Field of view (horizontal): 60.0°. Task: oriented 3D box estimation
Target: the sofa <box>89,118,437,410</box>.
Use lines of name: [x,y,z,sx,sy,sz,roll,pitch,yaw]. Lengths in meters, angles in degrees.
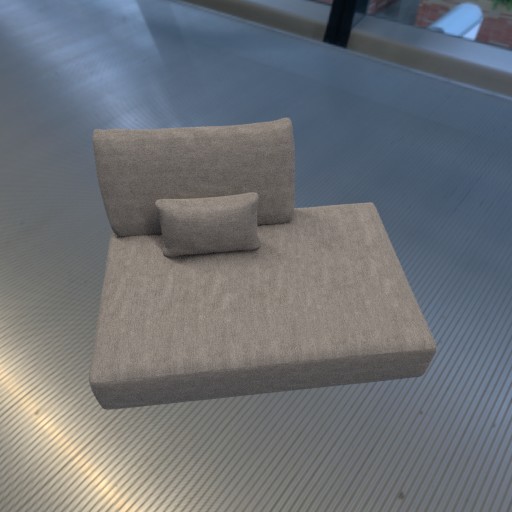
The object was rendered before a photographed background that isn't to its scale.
sofa: [0.000,0.000,2.015,1.450,0.820,1.002,-5,48,-4]
